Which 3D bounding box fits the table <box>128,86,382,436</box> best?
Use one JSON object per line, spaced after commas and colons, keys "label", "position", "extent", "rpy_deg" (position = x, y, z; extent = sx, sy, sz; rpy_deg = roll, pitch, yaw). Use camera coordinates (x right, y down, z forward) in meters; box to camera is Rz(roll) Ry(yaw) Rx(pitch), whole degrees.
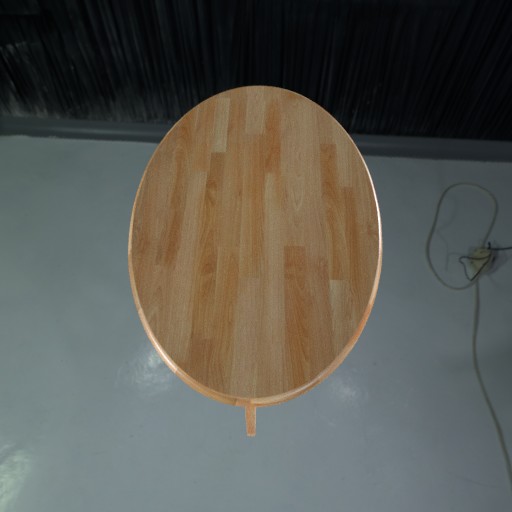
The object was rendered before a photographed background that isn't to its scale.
{"label": "table", "position": [0.000, 0.000, 1.405], "extent": [0.690, 0.490, 1.040], "rpy_deg": [1, 59, 1]}
